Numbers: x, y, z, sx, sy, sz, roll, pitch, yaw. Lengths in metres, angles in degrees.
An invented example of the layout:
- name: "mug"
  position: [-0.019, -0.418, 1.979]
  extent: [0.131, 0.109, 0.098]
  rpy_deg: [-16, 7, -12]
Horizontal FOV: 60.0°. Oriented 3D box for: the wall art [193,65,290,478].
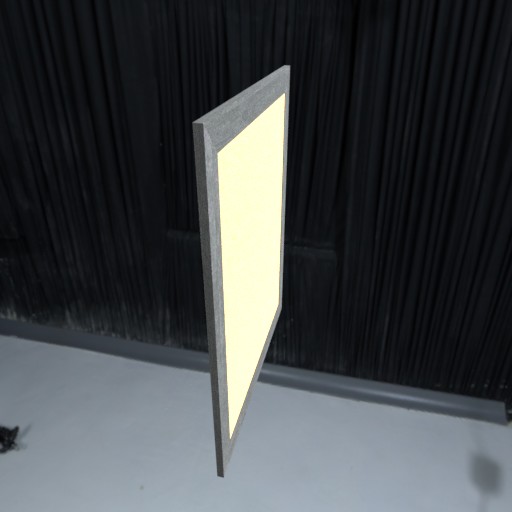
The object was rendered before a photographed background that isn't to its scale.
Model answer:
- name: "wall art"
  position: [0.000, 0.000, 0.784]
  extent: [0.013, 0.570, 0.476]
  rpy_deg: [7, 31, 12]
